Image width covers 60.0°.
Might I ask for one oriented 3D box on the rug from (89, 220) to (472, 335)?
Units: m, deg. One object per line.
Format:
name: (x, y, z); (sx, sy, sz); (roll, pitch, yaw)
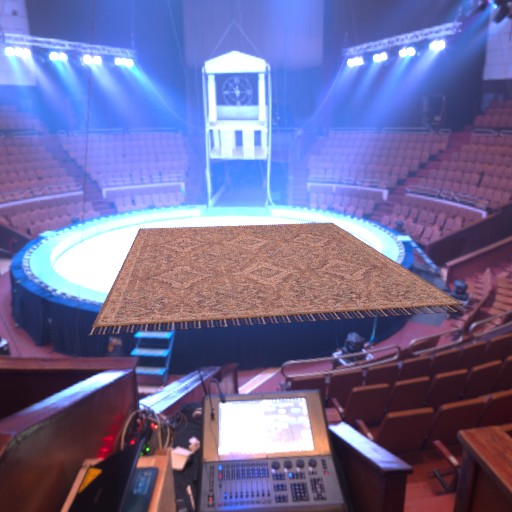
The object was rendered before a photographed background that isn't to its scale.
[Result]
rug: (0.000, 0.000, 4.199); (2.437, 0.010, 3.056); (-2, 16, -8)
